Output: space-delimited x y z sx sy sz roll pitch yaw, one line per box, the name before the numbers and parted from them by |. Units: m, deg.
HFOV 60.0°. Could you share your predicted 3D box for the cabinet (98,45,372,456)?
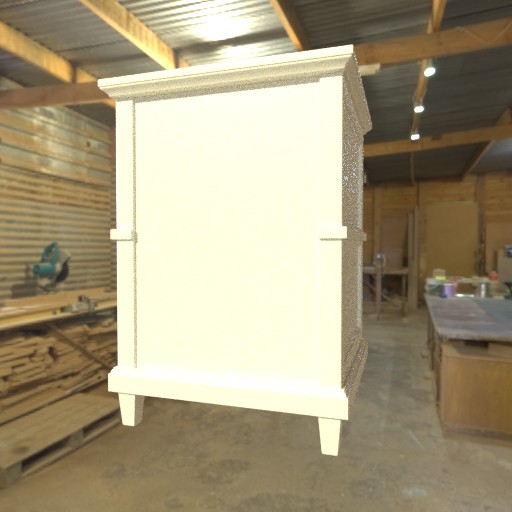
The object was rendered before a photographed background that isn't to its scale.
cabinet | 0.000 0.000 1.146 0.544 0.775 0.547 0 1 18
